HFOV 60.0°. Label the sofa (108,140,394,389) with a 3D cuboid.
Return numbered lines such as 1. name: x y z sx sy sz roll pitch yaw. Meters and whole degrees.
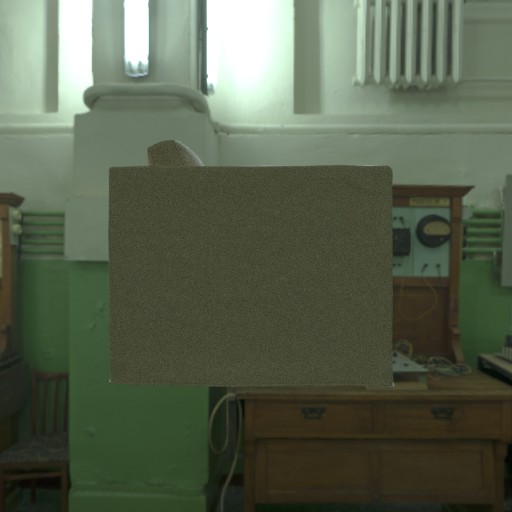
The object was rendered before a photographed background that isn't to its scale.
1. sofa: 0.000 0.000 2.263 0.962 0.835 1.719 0 0 1
